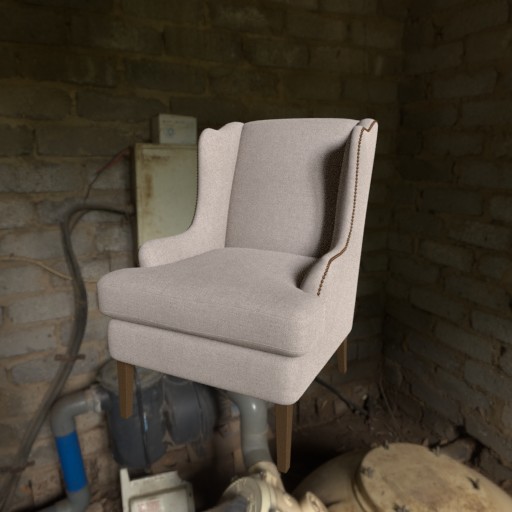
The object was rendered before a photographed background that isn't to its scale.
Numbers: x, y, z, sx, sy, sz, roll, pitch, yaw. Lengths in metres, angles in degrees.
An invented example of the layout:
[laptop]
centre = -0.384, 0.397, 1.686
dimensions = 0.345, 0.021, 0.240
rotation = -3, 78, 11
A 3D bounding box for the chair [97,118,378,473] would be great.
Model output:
[chair]
centre = 0.000, 0.000, 1.672
dimensions = 0.737, 1.029, 0.940
rotation = 7, 16, 25
